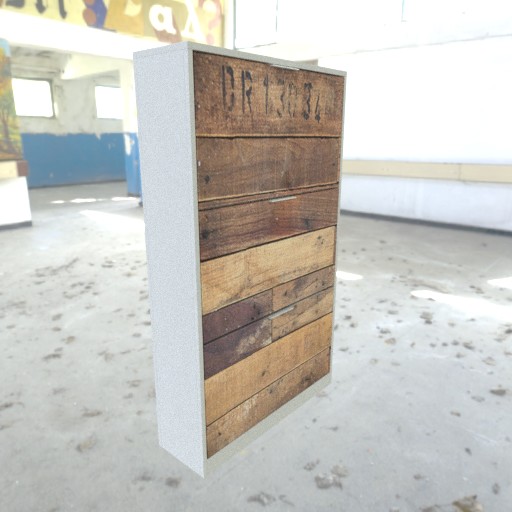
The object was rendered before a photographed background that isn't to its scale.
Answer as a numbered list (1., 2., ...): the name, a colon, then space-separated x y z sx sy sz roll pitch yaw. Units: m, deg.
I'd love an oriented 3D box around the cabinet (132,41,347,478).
1. cabinet: 0.000 0.000 1.587 0.250 1.280 0.750 13 20 40
